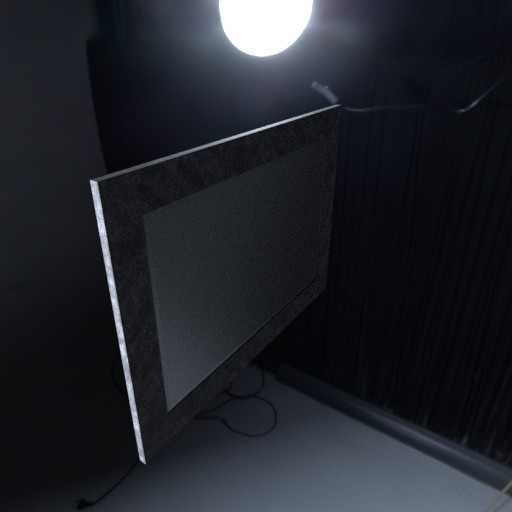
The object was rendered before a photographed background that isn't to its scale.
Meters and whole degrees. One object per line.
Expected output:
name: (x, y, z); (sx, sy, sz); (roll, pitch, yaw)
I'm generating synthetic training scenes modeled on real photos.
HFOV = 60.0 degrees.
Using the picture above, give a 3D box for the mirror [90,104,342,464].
mirror: (0.000, 0.000, 1.431); (0.022, 0.795, 1.101); (17, 32, 30)
